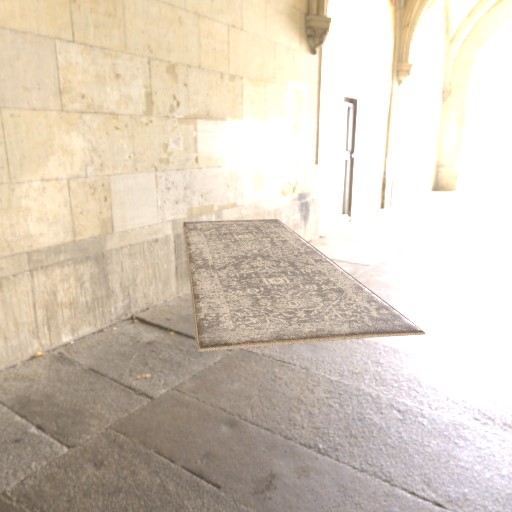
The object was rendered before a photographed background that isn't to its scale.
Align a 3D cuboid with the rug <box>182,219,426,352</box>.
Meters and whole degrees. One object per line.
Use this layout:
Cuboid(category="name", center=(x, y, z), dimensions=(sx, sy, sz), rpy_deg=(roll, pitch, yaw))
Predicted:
Cuboid(category="rug", center=(0.000, 0.000, 2.742), dimensions=(0.855, 0.017, 2.452), rpy_deg=(-3, 15, -10))
